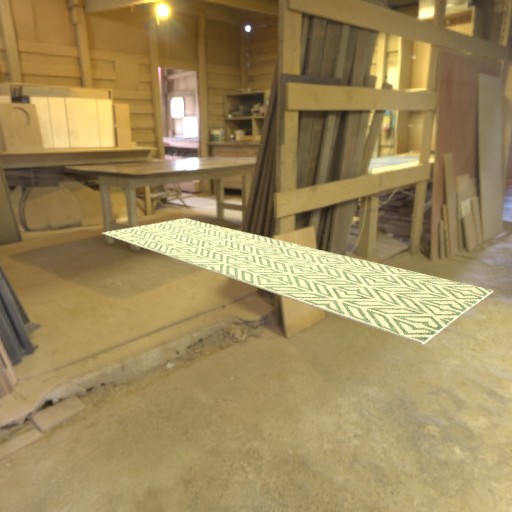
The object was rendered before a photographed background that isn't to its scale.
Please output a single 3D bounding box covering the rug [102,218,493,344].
[{"bbox_3d":[0.000,0.000,2.672,2.435,0.009,0.750,16,23,42],"label":"rug"}]
